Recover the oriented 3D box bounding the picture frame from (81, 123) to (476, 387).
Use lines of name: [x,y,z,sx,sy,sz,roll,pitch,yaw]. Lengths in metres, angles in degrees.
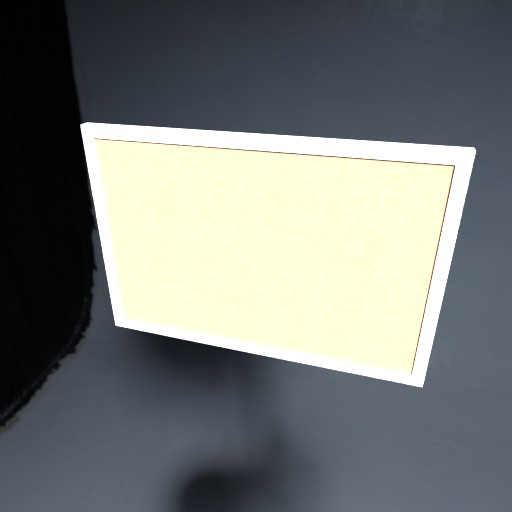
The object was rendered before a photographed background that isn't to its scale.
picture frame: [0.000,0.000,1.190,0.950,0.640,0.029,8,28,15]
